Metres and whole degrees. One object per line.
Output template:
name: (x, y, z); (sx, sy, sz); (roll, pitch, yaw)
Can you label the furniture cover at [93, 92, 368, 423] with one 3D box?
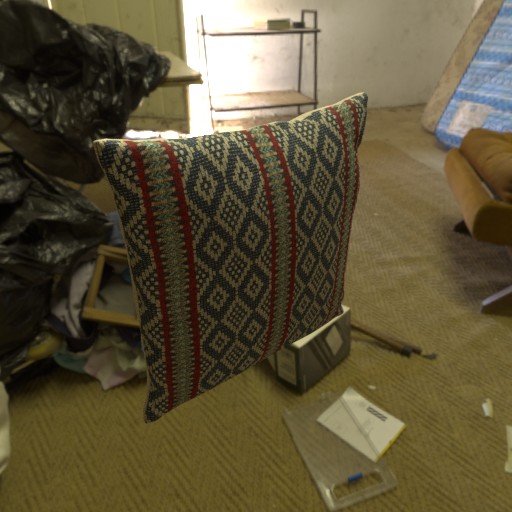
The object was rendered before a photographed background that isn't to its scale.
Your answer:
furniture cover: (0.000, 0.000, 0.676); (0.431, 0.431, 0.139); (-22, 37, -32)
